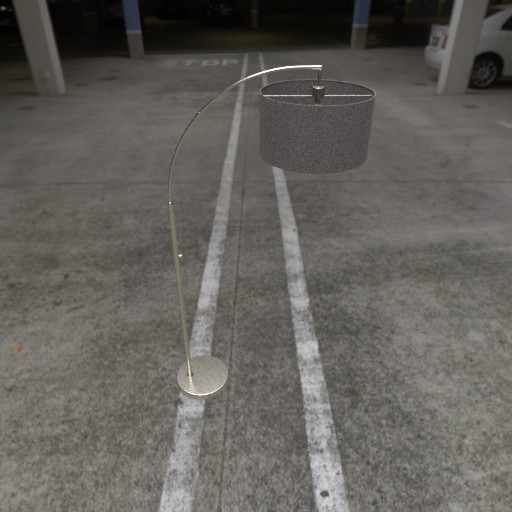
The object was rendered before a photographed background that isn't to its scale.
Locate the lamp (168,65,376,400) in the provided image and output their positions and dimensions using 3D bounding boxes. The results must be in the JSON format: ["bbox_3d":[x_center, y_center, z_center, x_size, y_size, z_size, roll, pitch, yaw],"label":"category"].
[{"bbox_3d":[0.000,0.000,2.167,0.934,1.735,0.452,0,33,-1],"label":"lamp"}]
